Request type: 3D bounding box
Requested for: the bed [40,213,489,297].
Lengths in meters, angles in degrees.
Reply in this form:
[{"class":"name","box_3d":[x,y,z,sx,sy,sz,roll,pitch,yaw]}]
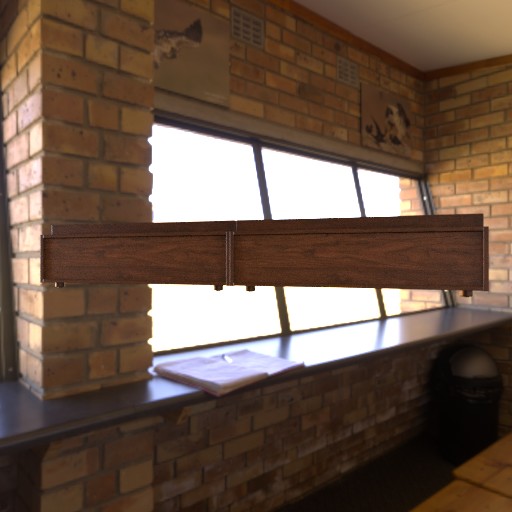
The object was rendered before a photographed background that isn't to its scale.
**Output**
[{"class":"bed","box_3d":[0.000,0.000,2.331,2.057,0.326,0.787,0,0,17]}]
